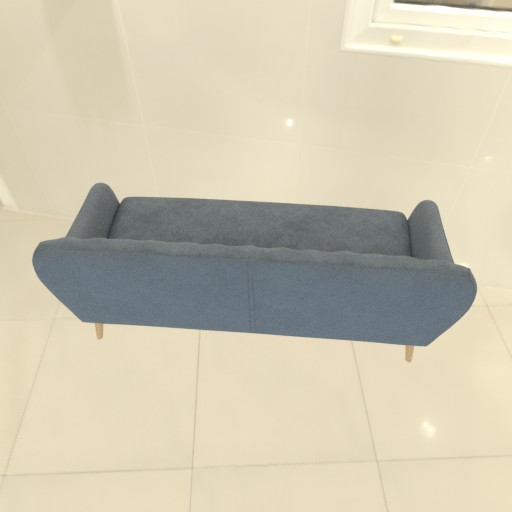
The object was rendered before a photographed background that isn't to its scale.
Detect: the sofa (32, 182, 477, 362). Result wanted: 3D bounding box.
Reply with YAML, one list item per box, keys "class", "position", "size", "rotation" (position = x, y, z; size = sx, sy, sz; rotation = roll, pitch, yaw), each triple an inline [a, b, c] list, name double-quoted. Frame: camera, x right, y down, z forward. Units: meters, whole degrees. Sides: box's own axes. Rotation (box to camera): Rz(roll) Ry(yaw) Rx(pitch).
- class: "sofa"
  position: [0.000, 0.000, 2.395]
  size: [1.975, 0.832, 0.841]
  rotation: [4, 48, 3]
